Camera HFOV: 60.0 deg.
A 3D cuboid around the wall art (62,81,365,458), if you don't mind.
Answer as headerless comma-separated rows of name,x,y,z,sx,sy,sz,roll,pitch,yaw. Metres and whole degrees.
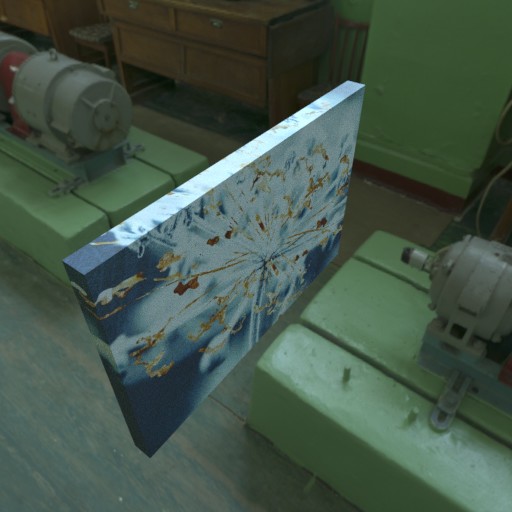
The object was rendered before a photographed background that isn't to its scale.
wall art,0.000,0.000,0.755,0.036,0.405,0.607,26,48,26
